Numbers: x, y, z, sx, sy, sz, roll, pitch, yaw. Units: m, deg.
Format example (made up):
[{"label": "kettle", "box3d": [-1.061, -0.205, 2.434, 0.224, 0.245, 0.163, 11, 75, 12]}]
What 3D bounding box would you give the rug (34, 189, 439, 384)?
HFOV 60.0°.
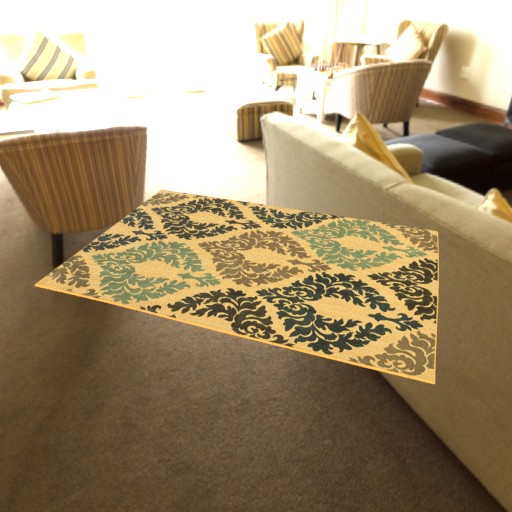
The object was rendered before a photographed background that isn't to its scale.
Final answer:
[{"label": "rug", "box3d": [0.000, 0.000, 2.926, 2.275, 0.014, 1.514, 11, 33, 16]}]
